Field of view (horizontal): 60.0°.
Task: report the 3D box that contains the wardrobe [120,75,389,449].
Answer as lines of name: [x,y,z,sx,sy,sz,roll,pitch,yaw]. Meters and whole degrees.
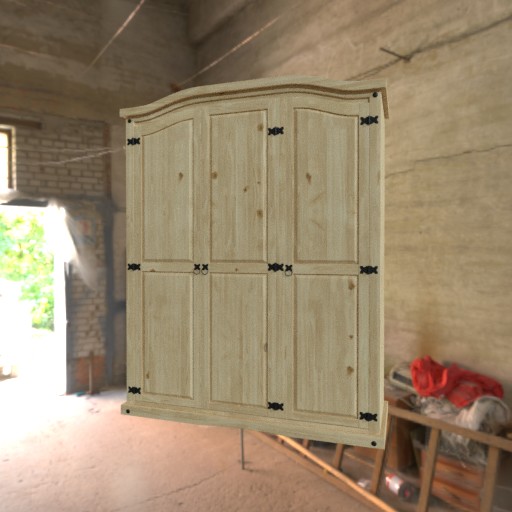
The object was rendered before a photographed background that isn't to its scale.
wardrobe: [0.000,0.000,2.641,1.500,1.870,0.570,0,1,18]
